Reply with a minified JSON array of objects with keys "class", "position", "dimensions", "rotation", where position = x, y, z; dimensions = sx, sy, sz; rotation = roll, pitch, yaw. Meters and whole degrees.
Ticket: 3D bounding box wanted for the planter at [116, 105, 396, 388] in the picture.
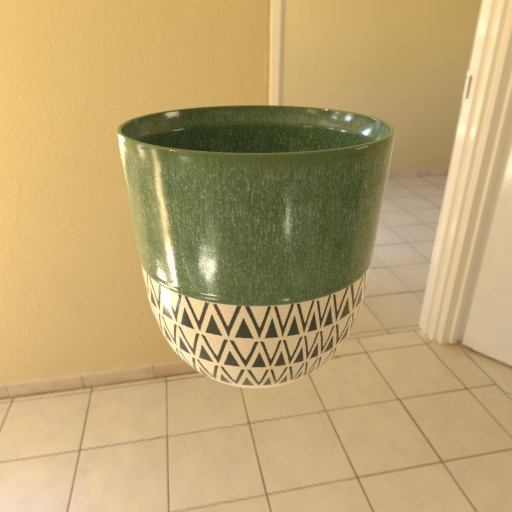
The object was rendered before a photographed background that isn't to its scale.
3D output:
[{"class":"planter","position":[0.000,0.000,0.367],"dimensions":[0.195,0.214,0.195],"rotation":[0,26,0]}]
